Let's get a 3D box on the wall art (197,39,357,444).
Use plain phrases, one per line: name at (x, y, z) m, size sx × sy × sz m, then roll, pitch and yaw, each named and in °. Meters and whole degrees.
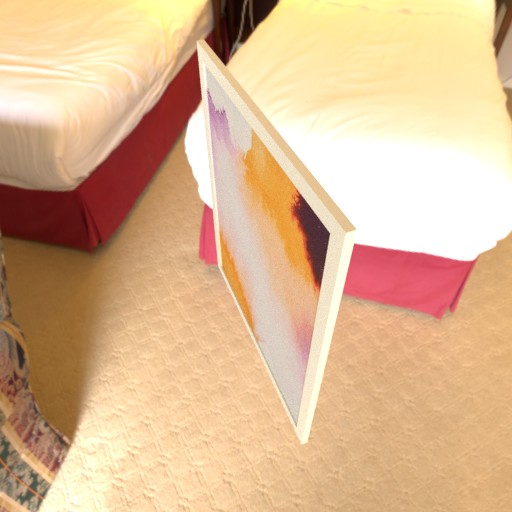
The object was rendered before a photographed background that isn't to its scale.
wall art at (0.000, 0.000, 0.778) m, size 0.012 × 0.557 × 0.482 m, roll -17°, pitch 50°, yaw -15°
